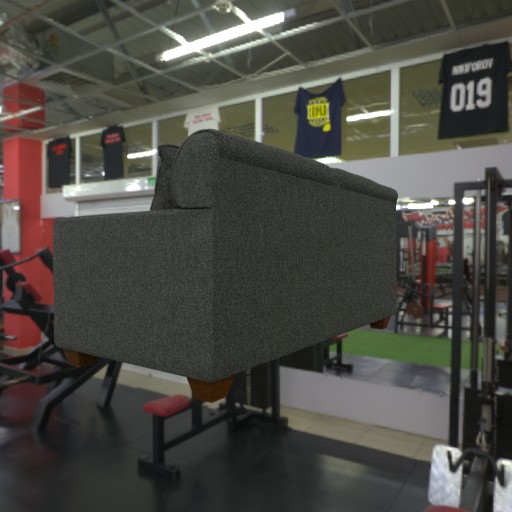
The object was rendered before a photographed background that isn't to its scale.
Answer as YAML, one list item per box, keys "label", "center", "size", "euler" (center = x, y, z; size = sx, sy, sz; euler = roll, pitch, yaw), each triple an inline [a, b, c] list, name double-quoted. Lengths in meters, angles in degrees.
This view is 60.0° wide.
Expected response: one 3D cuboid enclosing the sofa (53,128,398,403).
- label: "sofa"
  center: [0.000, 0.000, 2.441]
  size: [0.998, 0.958, 1.846]
  euler: [1, 1, 35]
